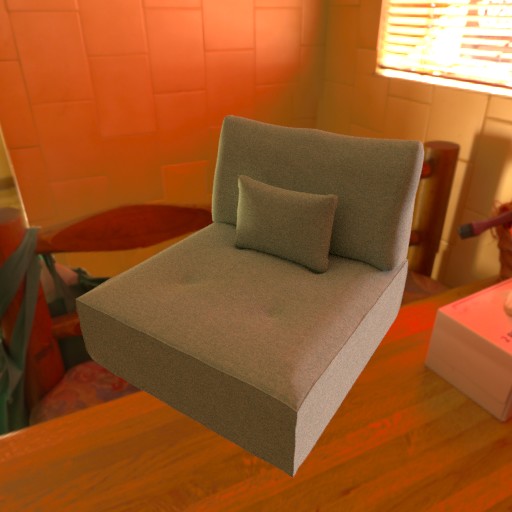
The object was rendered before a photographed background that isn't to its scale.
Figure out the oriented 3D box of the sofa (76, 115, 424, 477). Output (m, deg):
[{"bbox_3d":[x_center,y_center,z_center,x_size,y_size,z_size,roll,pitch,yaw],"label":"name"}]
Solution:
[{"bbox_3d":[0.000,0.000,1.709,0.930,0.820,1.000,18,33,29],"label":"sofa"}]
